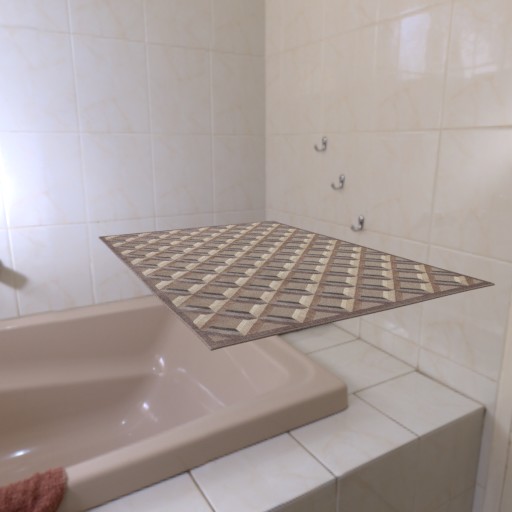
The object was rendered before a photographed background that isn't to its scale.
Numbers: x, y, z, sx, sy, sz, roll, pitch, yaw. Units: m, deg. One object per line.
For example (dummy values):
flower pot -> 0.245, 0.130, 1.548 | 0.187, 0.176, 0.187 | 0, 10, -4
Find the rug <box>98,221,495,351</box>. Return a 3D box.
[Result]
rug -> 0.000, 0.000, 2.892 | 1.600, 0.013, 2.260 | -7, 16, -28
